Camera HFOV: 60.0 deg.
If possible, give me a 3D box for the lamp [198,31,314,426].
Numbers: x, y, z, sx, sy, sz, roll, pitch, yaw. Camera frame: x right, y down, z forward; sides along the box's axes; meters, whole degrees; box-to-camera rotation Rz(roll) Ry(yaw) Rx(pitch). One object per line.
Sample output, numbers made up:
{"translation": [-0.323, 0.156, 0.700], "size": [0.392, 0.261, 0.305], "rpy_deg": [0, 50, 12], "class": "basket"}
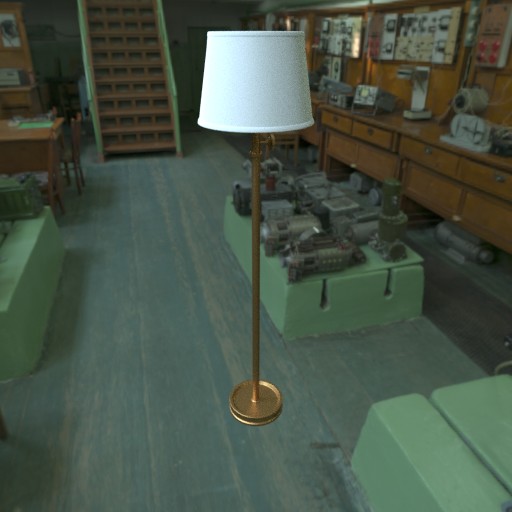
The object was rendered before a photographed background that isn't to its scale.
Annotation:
{"translation": [0.000, 0.000, 0.787], "size": [0.178, 0.710, 0.178], "rpy_deg": [0, 26, 0], "class": "lamp"}
